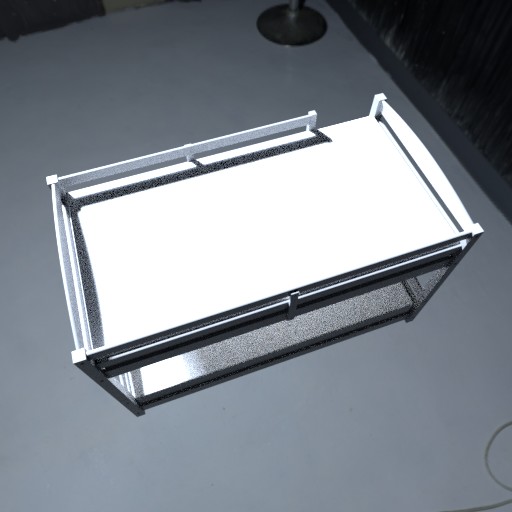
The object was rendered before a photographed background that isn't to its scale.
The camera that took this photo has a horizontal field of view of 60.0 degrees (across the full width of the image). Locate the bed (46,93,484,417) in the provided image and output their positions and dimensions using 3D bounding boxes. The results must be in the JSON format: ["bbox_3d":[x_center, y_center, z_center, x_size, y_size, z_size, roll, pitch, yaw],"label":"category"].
[{"bbox_3d":[0.000,0.000,2.770,2.013,1.206,1.105,-17,61,-10],"label":"bed"}]
